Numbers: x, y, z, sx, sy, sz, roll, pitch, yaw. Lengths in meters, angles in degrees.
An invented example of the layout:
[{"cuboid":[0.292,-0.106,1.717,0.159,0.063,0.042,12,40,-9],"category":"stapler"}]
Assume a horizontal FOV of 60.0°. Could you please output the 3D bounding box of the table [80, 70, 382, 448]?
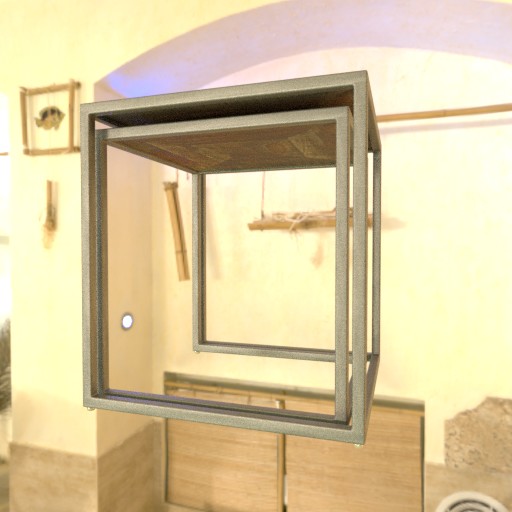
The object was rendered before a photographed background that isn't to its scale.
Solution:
[{"cuboid":[0.000,0.000,0.860,0.449,0.500,0.450,0,1,18],"category":"table"}]
